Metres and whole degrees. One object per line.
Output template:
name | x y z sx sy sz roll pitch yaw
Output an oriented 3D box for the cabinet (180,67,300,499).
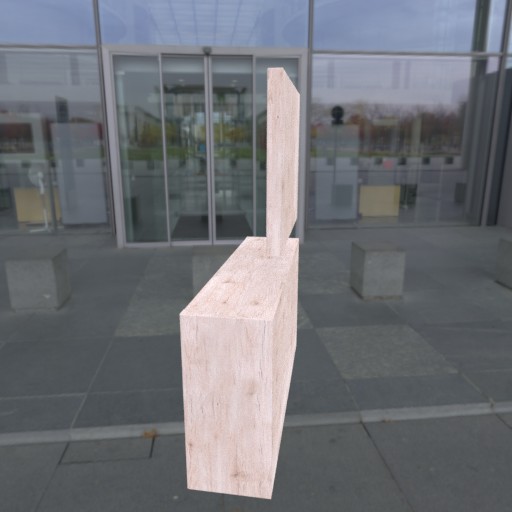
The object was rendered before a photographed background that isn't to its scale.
cabinet | 0.000 0.000 2.734 0.420 1.981 1.700 2 15 9
